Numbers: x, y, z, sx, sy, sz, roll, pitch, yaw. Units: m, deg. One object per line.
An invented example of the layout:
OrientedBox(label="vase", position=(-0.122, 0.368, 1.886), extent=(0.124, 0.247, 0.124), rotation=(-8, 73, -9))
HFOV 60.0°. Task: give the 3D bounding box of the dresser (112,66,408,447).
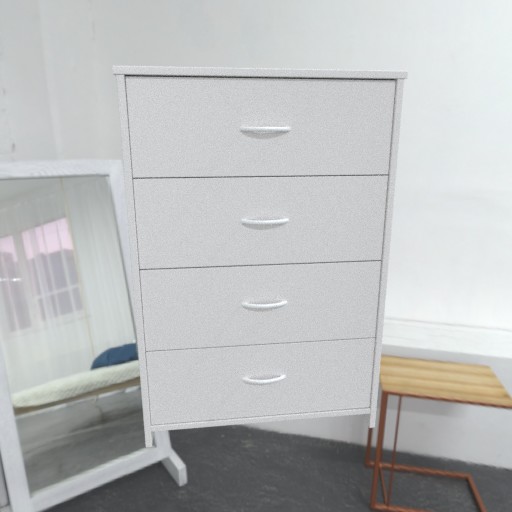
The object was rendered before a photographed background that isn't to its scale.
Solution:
OrientedBox(label="dresser", position=(0.000, 0.000, 1.359), extent=(0.704, 1.021, 0.401), rotation=(-2, 16, -7))
